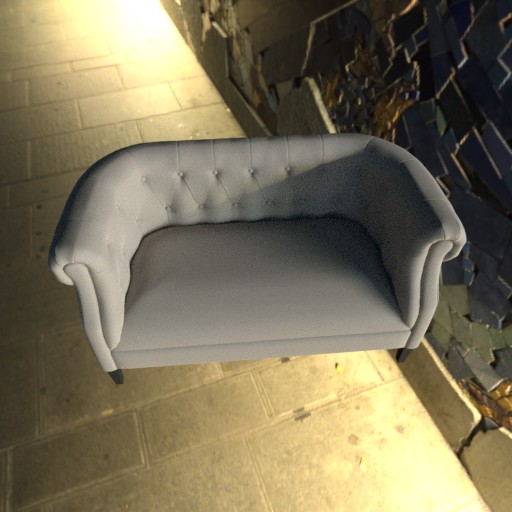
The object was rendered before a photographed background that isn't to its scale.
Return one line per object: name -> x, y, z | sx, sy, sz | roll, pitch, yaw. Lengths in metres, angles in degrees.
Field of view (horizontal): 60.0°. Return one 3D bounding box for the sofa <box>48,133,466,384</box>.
sofa -> 0.000, 0.000, 2.060 | 1.558, 0.827, 0.835 | -4, 48, -3
